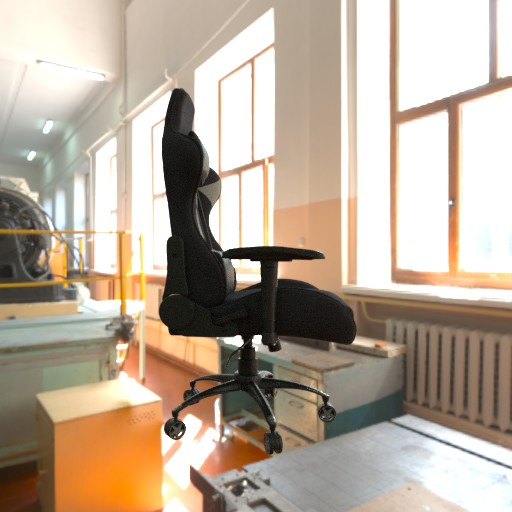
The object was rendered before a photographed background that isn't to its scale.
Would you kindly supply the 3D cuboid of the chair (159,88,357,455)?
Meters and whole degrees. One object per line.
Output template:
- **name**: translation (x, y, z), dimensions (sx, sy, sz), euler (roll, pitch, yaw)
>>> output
- **chair**: translation (0.000, 0.000, 1.758), dimensions (0.695, 1.300, 0.730), euler (0, 0, 1)
